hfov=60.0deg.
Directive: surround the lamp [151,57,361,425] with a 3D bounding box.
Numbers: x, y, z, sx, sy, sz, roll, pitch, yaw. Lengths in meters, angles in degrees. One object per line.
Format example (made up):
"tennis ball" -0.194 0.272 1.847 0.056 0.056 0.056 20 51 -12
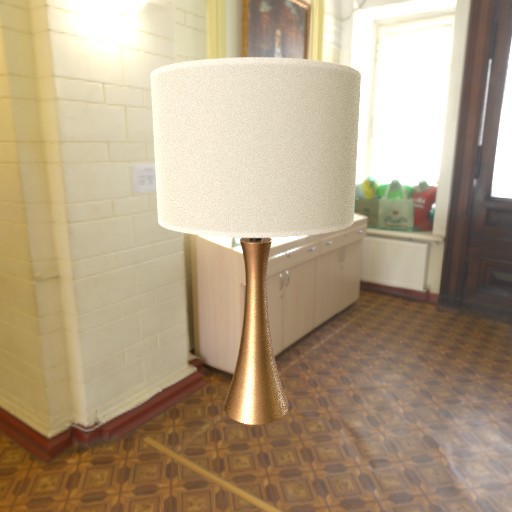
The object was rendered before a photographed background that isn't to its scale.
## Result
"lamp" 0.000 0.000 0.634 0.268 0.479 0.268 -2 14 -9
